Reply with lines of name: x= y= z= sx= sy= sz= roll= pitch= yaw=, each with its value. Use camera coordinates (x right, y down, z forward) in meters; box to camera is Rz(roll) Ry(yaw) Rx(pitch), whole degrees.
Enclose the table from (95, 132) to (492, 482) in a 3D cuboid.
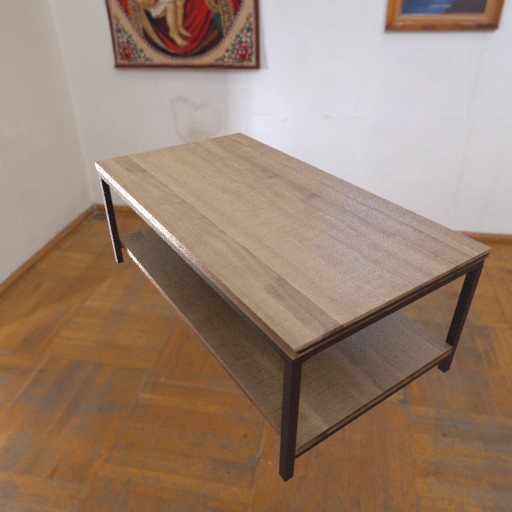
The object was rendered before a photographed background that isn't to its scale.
table: x=0.000 y=0.000 z=1.346 sx=0.574 sy=0.393 sz=1.062 roll=-20 pitch=37 yaw=-28
